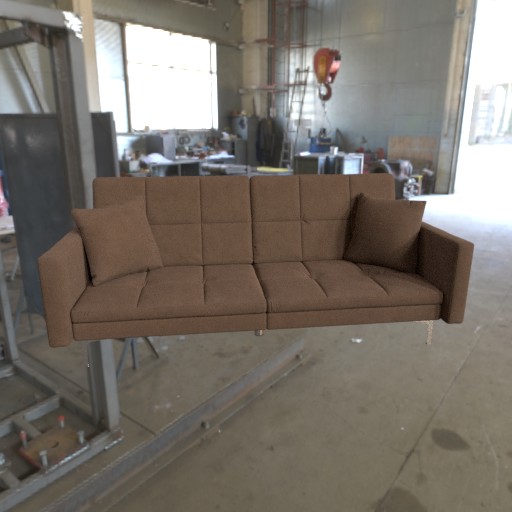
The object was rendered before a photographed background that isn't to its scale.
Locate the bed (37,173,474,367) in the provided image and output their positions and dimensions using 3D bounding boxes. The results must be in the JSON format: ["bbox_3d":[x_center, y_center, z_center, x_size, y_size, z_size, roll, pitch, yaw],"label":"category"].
[{"bbox_3d":[0.000,0.000,2.357,1.905,0.787,0.889,-2,17,-7],"label":"bed"}]
